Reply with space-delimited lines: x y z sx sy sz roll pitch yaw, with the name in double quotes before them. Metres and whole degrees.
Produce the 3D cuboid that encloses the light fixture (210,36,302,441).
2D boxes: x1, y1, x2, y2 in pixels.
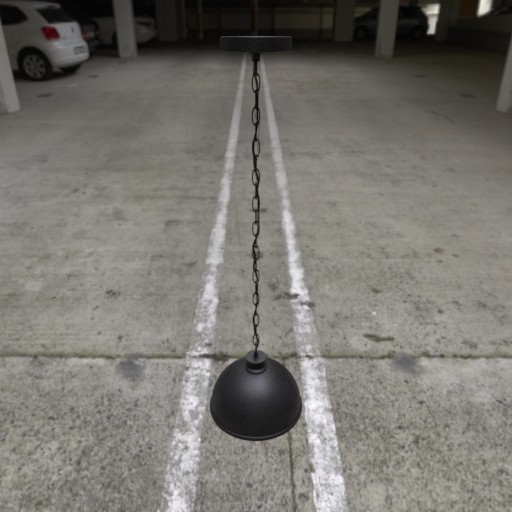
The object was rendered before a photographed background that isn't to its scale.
"light fixture" 0.000 0.000 1.229 0.304 1.090 0.304 0 26 -1
